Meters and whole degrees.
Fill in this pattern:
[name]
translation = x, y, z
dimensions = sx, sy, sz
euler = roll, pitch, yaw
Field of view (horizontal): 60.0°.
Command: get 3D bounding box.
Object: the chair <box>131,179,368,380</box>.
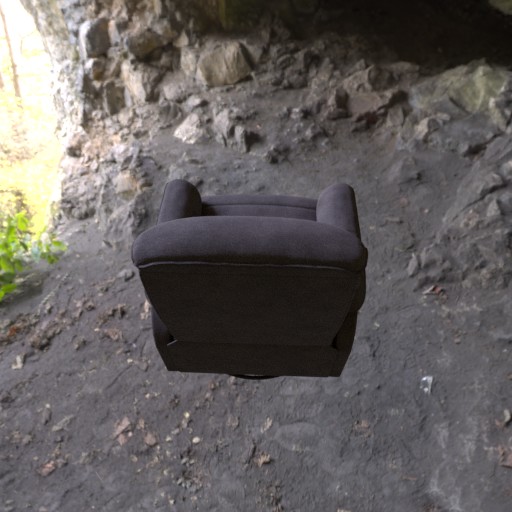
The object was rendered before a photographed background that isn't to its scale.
[chair]
translation = 0.000, 0.000, 1.728
dimensions = 0.830, 1.036, 1.009
euler = 2, 45, 2
